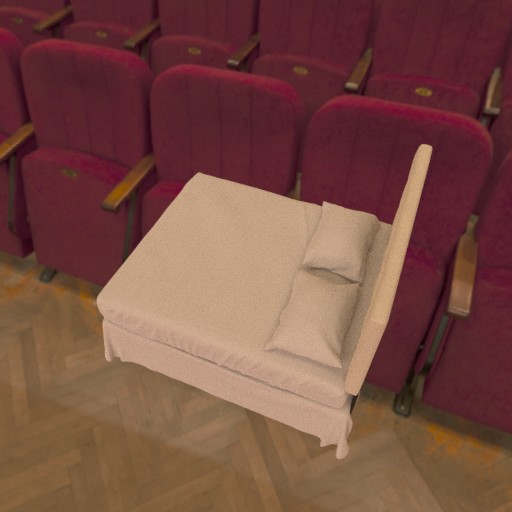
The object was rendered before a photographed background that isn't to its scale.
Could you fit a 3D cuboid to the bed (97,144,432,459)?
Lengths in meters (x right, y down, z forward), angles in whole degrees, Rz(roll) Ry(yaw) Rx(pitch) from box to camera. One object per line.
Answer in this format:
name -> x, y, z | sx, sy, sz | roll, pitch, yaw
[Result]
bed -> 0.000, 0.000, 3.498 | 2.222, 1.577, 1.936 | 17, 51, 15
